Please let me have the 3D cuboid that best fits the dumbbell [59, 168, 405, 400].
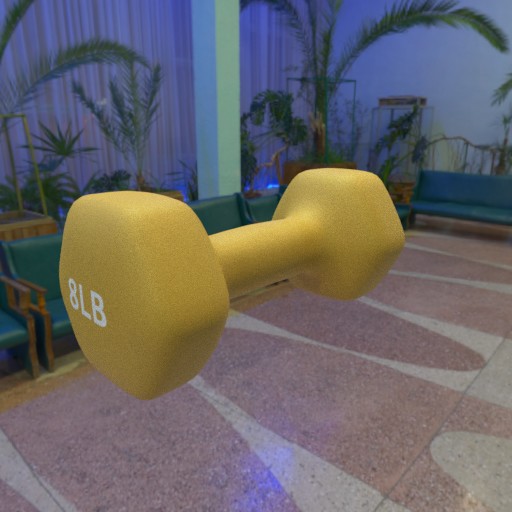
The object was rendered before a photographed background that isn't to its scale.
[{"bbox_3d":[0.000,0.000,0.238,0.090,0.082,0.190,16,23,43],"label":"dumbbell"}]
